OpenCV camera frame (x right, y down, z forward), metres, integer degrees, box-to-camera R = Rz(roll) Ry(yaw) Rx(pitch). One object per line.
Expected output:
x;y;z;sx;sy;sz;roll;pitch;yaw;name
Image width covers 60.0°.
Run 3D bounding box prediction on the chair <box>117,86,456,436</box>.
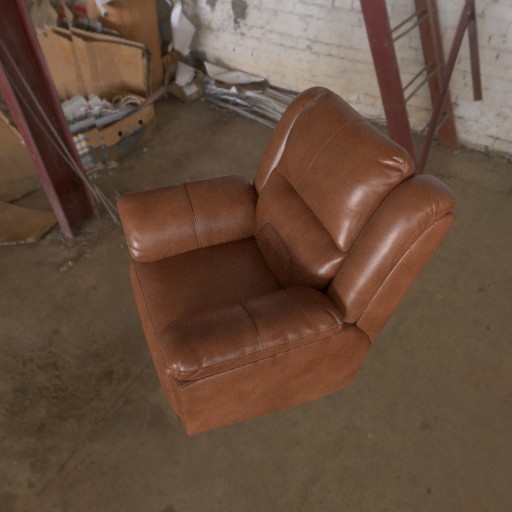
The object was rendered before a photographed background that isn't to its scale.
0.000;0.000;1.859;1.041;1.093;0.990;-16;47;-16;chair
